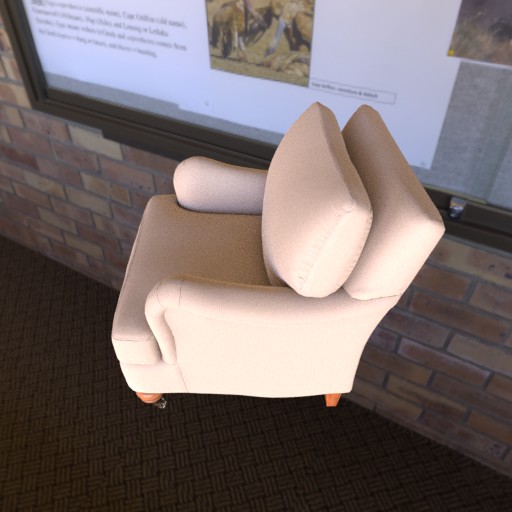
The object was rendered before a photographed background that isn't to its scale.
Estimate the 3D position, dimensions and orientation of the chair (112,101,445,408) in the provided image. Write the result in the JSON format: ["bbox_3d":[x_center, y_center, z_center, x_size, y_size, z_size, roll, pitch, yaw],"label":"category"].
[{"bbox_3d":[0.000,0.000,1.871,1.070,1.038,0.955,-1,40,-1],"label":"chair"}]
